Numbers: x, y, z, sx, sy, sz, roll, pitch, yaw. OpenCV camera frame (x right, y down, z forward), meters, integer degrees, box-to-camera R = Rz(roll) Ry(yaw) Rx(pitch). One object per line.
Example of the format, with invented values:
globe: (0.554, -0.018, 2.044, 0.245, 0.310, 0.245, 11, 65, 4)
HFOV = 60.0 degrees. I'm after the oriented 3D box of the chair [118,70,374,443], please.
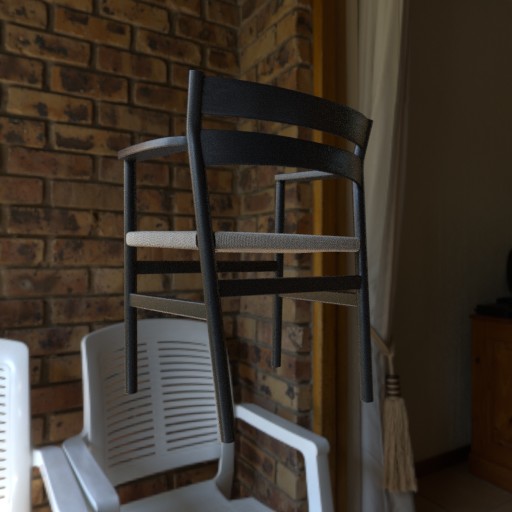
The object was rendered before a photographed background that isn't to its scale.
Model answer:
chair: (0.000, 0.000, 1.207, 0.630, 0.775, 0.508, 0, -1, -36)
